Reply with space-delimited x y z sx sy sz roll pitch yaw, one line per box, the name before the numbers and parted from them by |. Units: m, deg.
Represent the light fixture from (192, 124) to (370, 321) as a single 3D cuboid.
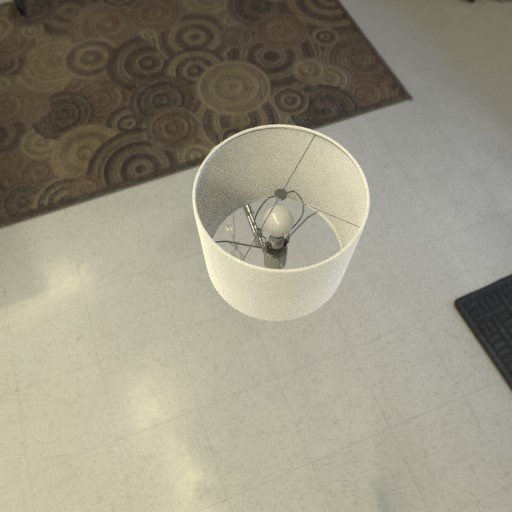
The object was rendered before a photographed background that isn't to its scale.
light fixture | 0.000 0.000 1.055 0.253 0.842 0.479 -17 65 -8
